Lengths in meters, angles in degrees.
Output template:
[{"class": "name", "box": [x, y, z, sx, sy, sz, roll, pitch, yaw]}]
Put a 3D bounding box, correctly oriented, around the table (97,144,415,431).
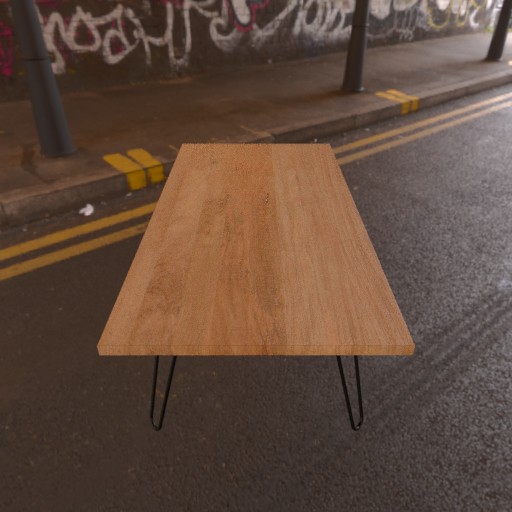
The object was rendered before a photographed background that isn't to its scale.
[{"class": "table", "box": [0.000, 0.000, 1.646, 0.699, 0.400, 1.348, 0, 33, 0]}]
